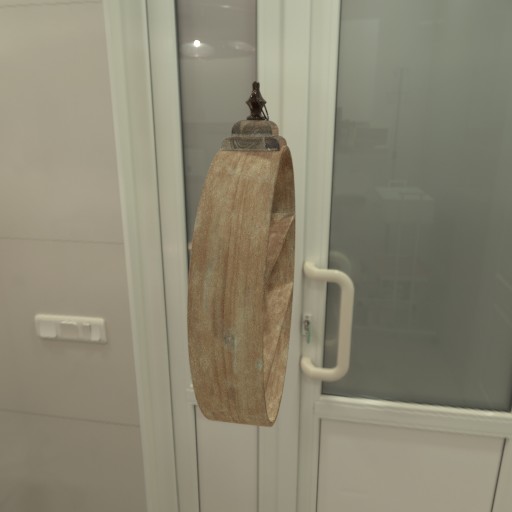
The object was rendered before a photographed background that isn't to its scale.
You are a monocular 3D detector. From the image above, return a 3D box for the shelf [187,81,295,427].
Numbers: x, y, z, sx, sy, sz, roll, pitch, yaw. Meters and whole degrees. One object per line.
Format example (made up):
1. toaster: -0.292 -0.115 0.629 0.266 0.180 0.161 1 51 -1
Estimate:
1. shelf: 0.000 0.000 0.985 0.125 0.725 0.601 3 17 9
